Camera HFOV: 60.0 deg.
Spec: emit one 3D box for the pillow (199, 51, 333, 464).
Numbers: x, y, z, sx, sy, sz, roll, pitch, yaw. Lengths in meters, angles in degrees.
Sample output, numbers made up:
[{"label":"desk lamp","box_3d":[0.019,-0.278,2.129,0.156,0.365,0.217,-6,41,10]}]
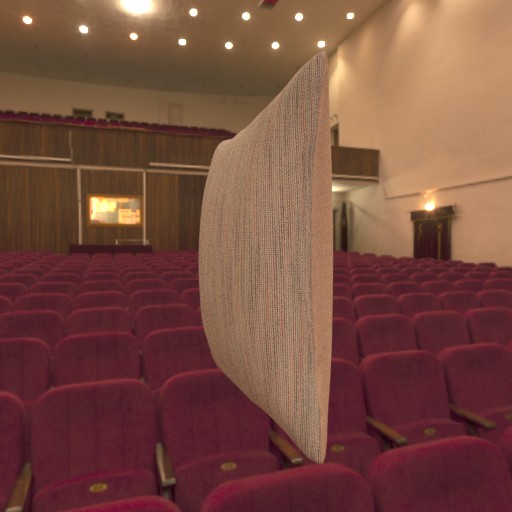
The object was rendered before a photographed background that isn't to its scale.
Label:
[{"label":"pillow","box_3d":[0.000,0.000,0.777,0.178,0.506,0.512,0,0,-19]}]
